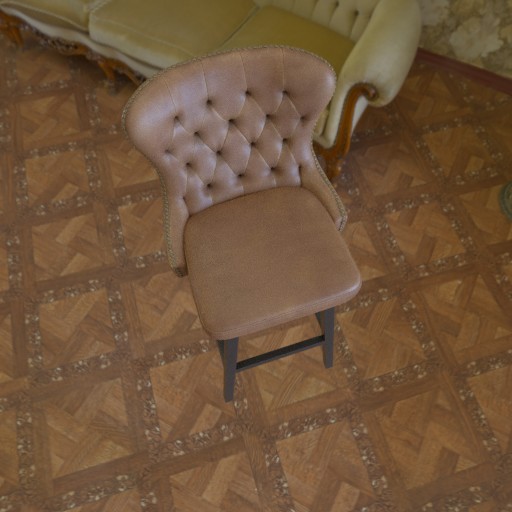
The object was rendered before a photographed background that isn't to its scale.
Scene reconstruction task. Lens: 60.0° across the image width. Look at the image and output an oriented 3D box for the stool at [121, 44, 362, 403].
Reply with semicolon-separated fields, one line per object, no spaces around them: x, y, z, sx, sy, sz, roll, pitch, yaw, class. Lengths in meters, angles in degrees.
0.000;0.000;1.382;0.528;1.050;0.601;-16;63;-8;stool
